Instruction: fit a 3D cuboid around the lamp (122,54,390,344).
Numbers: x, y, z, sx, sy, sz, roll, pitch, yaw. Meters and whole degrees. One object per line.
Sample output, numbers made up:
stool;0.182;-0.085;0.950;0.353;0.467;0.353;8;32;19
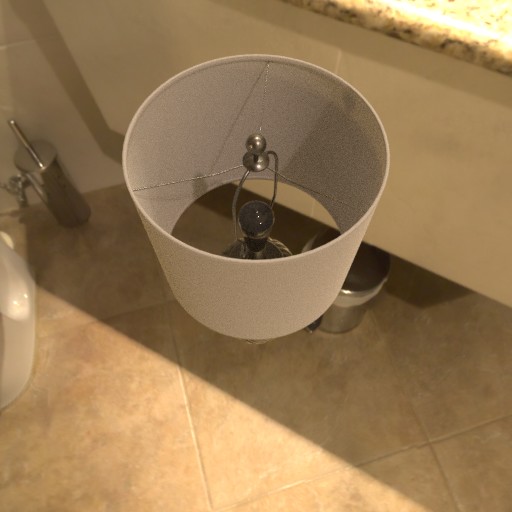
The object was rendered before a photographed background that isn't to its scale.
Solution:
lamp;0.000;0.000;0.505;0.203;0.389;0.203;33;67;16
